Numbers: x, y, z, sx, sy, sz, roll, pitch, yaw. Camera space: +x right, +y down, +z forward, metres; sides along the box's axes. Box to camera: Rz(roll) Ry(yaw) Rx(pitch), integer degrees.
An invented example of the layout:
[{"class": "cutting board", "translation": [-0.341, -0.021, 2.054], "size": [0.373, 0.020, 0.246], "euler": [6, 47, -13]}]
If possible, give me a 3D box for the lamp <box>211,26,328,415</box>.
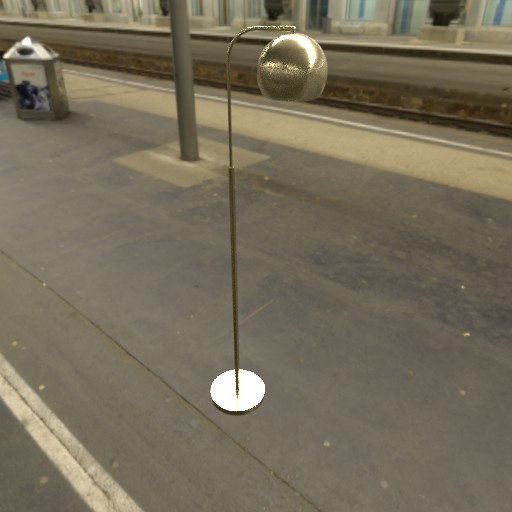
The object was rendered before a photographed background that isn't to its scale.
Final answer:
[{"class": "lamp", "translation": [0.000, 0.000, 1.653], "size": [0.431, 1.526, 0.250], "euler": [11, 32, 18]}]
